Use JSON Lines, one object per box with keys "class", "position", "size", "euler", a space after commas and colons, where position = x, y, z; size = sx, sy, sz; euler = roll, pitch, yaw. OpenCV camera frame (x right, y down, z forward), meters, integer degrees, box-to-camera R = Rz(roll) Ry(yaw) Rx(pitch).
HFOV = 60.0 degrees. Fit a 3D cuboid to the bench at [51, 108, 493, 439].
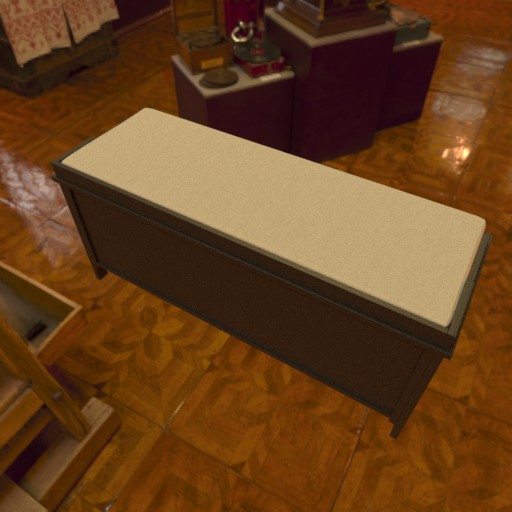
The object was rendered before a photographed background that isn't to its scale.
{"class": "bench", "position": [0.000, 0.000, 1.337], "size": [1.140, 0.501, 0.398], "euler": [24, 51, 21]}
